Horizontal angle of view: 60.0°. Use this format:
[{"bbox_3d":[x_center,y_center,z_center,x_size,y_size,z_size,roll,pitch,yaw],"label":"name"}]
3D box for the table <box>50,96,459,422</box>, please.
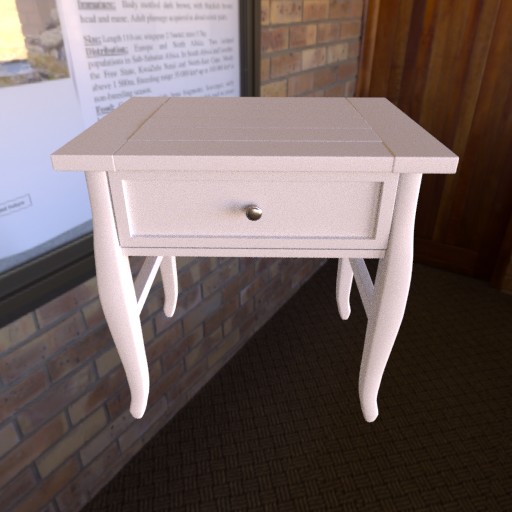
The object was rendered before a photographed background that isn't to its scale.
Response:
[{"bbox_3d":[0.000,0.000,0.996,0.599,0.605,0.463,1,30,1],"label":"table"}]
